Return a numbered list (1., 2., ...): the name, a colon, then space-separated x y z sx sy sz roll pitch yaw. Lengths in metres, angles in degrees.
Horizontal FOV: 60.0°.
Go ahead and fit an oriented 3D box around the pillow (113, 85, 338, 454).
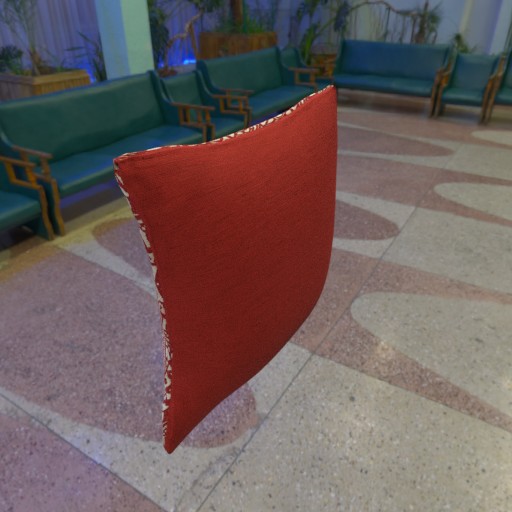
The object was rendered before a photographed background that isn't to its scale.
1. pillow: 0.000 0.000 0.654 0.162 0.419 0.438 20 36 29
